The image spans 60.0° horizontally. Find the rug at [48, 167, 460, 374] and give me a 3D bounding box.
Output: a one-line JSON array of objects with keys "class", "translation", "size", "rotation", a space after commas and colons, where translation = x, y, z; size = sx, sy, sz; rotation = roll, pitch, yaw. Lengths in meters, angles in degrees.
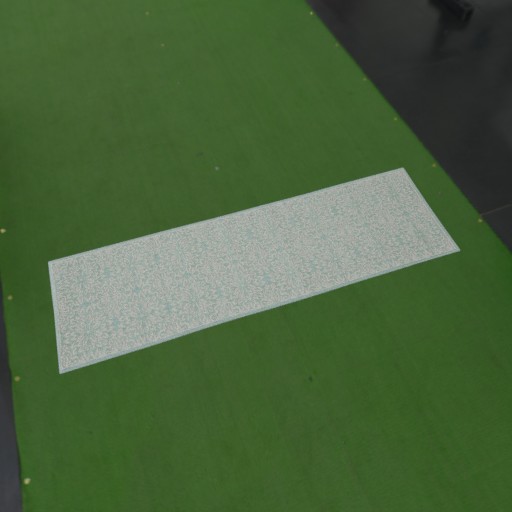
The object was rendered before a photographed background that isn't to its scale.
[{"class": "rug", "translation": [0.000, 0.000, 2.462], "size": [2.196, 0.011, 0.662], "rotation": [-16, 59, -10]}]
